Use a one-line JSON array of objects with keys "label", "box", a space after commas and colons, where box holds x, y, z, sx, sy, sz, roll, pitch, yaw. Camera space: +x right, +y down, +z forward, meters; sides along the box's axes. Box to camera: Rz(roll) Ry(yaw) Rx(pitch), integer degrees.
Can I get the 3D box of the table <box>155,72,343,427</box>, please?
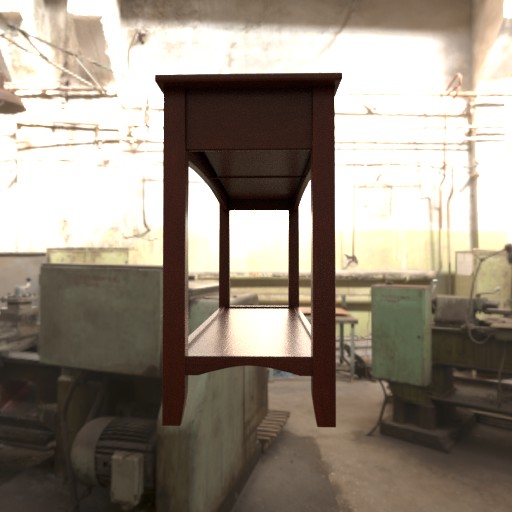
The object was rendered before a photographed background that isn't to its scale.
[{"label": "table", "box": [0.000, 0.000, 1.504, 0.392, 0.739, 1.188, 0, -1, 2]}]
